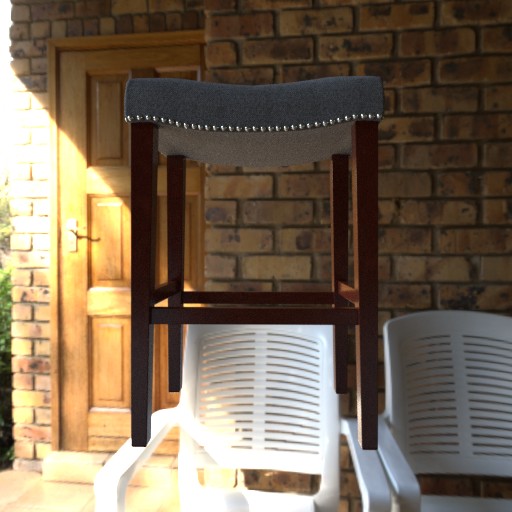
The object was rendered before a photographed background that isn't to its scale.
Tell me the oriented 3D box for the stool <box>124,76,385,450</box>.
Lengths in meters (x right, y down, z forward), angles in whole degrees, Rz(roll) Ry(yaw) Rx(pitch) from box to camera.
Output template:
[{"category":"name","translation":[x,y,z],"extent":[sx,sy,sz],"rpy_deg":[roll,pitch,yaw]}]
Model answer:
[{"category":"stool","translation":[0.000,0.000,1.032],"extent":[0.504,0.742,0.372],"rpy_deg":[0,1,1]}]
